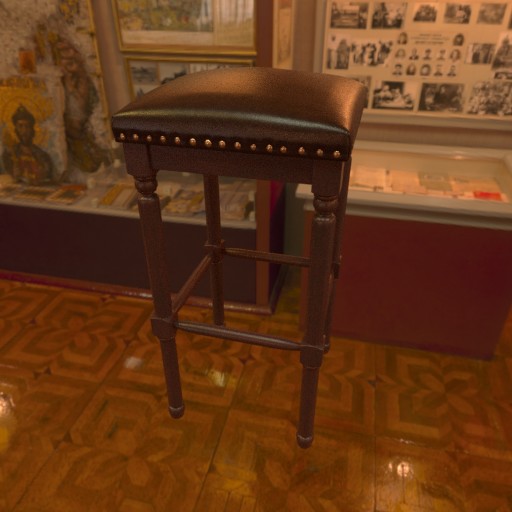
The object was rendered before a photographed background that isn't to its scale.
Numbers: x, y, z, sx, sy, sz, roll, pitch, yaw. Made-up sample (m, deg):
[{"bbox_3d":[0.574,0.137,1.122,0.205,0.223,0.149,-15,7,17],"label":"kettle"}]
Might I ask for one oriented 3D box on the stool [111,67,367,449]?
[{"bbox_3d":[0.000,0.000,0.984,0.382,0.768,0.383,8,32,13],"label":"stool"}]
